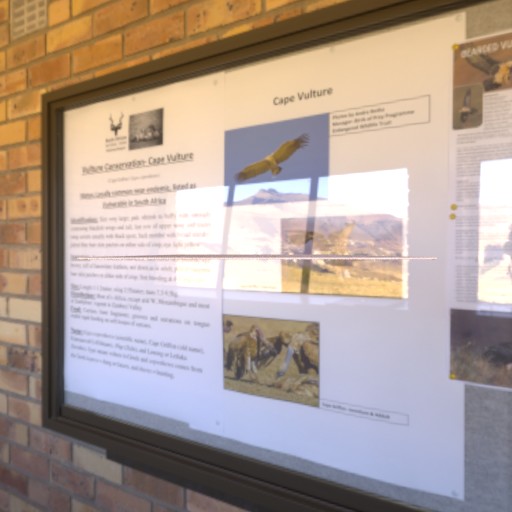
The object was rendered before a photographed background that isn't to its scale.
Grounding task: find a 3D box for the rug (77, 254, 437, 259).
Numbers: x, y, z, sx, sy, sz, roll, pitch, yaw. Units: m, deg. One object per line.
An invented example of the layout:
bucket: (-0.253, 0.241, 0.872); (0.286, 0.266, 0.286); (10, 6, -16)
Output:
rug: (0.000, 0.000, 3.081); (1.529, 0.009, 2.446); (0, 0, 0)
